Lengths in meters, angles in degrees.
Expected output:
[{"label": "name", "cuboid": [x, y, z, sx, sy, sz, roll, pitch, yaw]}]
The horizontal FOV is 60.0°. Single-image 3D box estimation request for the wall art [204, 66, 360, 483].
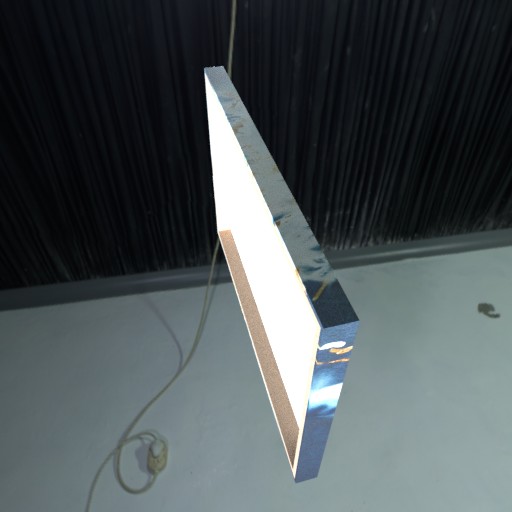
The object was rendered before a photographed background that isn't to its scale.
[{"label": "wall art", "cuboid": [0.000, 0.000, 0.758, 0.036, 0.405, 0.607, -11, 46, -11]}]
